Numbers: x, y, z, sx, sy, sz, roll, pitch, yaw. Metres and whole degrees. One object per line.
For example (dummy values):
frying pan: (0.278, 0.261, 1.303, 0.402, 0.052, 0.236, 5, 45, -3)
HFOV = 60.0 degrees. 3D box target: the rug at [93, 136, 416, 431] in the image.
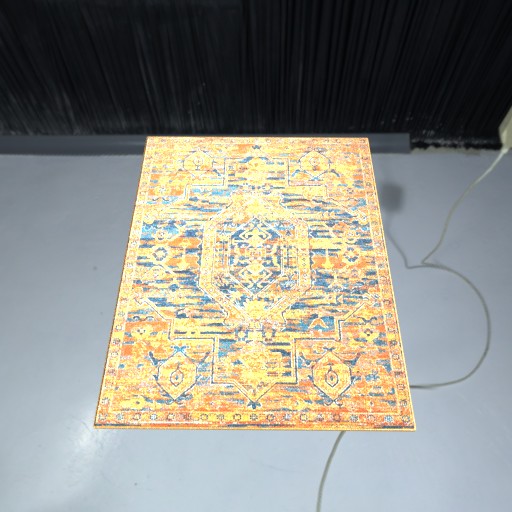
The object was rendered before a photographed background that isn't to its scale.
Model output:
rug: (0.000, 0.000, 4.108, 2.435, 0.031, 3.040, 0, 59, 0)
